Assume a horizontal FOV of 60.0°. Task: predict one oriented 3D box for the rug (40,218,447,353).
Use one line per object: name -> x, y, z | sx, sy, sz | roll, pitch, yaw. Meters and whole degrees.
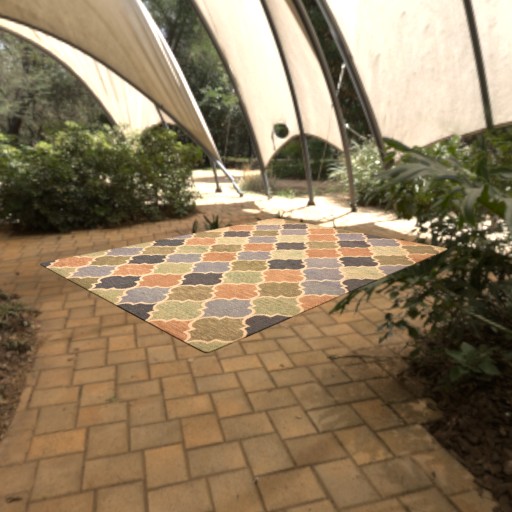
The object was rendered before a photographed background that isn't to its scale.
rug -> 0.000, 0.000, 4.330 | 2.439, 0.013, 3.200 | 15, 21, 43
